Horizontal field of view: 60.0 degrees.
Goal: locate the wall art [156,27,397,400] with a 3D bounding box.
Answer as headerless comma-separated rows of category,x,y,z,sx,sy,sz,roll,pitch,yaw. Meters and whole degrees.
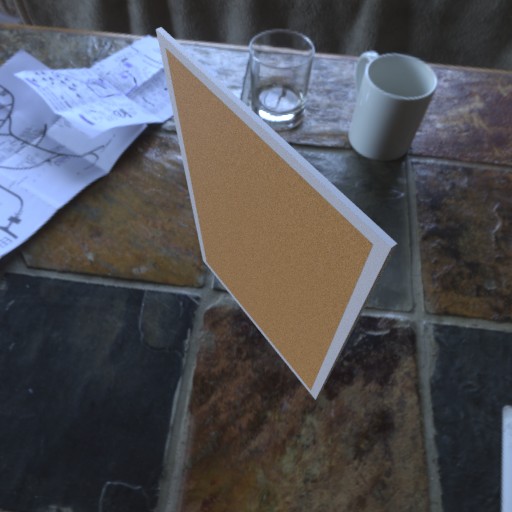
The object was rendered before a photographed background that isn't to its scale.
wall art,0.000,0.000,1.176,0.013,0.940,0.659,-33,65,-18
